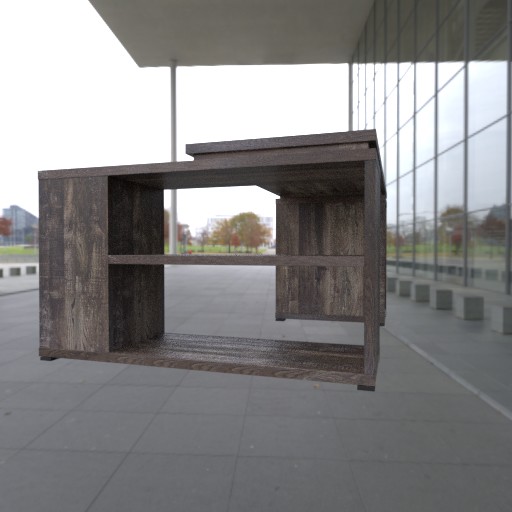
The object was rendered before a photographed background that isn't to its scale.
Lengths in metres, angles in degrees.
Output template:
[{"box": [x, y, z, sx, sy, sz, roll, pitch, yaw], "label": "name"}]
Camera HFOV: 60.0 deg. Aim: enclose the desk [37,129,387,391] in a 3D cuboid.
[{"box": [0.000, 0.000, 2.176, 1.200, 0.753, 1.524, 0, 1, 18], "label": "desk"}]
